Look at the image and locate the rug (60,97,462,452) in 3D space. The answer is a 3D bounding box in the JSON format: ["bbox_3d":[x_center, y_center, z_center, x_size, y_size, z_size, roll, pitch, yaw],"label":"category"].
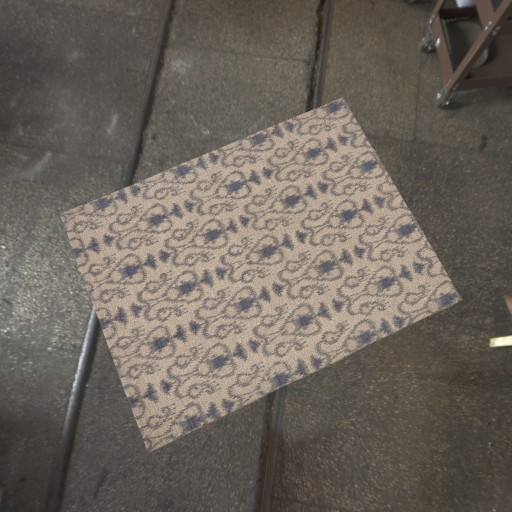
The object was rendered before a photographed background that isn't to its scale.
[{"bbox_3d":[0.000,0.000,4.320,3.205,0.015,2.437,-24,76,-6],"label":"rug"}]
